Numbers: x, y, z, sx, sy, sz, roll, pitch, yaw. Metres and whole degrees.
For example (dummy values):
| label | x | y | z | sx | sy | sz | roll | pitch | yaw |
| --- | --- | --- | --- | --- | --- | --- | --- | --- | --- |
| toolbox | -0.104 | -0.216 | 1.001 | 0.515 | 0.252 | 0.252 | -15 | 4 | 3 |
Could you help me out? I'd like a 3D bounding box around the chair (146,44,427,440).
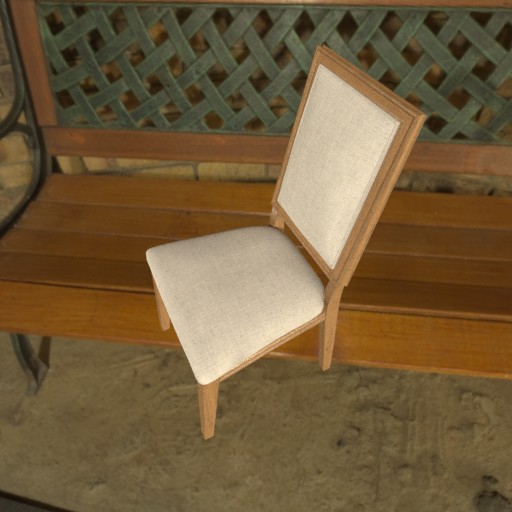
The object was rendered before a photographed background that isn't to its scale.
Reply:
| label | x | y | z | sx | sy | sz | roll | pitch | yaw |
| --- | --- | --- | --- | --- | --- | --- | --- | --- | --- |
| chair | 0.000 | 0.000 | 1.323 | 0.601 | 0.988 | 0.536 | -19 | 49 | -17 |
